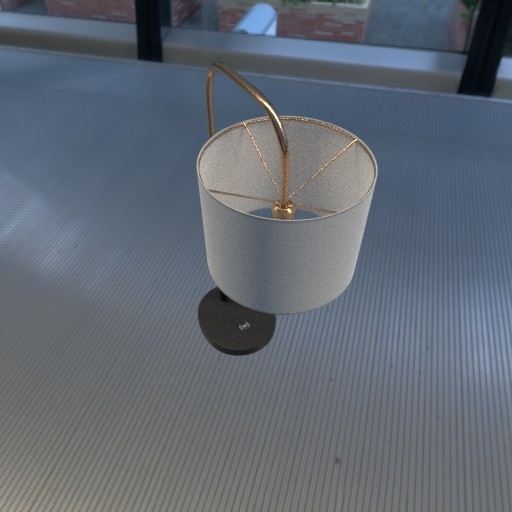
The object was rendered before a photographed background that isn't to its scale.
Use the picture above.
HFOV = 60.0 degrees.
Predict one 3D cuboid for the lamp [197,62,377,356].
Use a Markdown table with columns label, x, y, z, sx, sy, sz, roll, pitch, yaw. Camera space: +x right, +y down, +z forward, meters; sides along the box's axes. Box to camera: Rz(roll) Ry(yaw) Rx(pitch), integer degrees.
| label | x | y | z | sx | sy | sz | roll | pitch | yaw |
| --- | --- | --- | --- | --- | --- | --- | --- | --- | --- |
| lamp | 0.000 | 0.000 | 0.691 | 0.199 | 0.540 | 0.337 | -22 | 50 | -20 |
